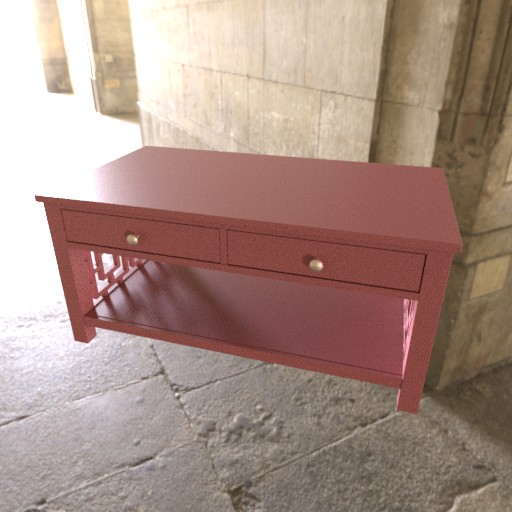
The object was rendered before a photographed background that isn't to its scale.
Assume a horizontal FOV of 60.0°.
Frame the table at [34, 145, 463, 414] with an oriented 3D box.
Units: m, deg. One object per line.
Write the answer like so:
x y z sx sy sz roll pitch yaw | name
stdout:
0.000 0.000 1.411 1.068 0.493 0.612 8 28 15 | table
